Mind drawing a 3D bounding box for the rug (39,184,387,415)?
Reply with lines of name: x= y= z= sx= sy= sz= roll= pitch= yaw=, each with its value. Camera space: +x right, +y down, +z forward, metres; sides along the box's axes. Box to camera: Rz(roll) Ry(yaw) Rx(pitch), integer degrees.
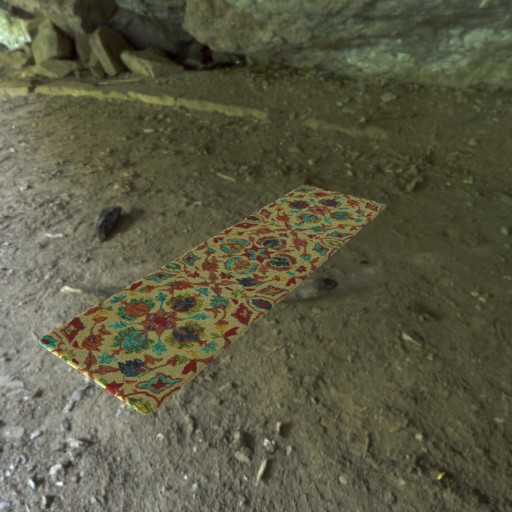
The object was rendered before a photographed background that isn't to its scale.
rug: x=0.000 y=0.000 z=2.523 sx=0.693 sy=0.016 sz=2.273 roll=20 pitch=35 yaw=30
